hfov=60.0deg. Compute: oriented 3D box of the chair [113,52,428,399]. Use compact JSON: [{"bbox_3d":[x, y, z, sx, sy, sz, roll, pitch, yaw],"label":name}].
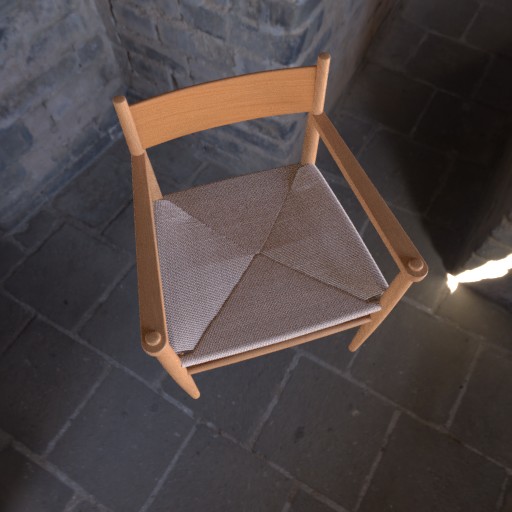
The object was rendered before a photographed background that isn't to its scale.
[{"bbox_3d":[0.000,0.000,1.132,0.556,0.762,0.495,-15,65,-7],"label":"chair"}]
